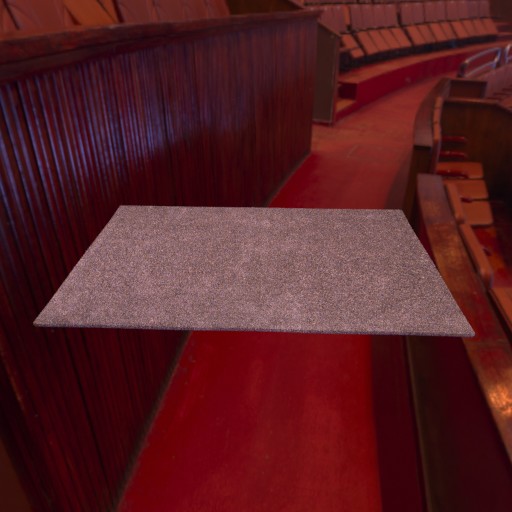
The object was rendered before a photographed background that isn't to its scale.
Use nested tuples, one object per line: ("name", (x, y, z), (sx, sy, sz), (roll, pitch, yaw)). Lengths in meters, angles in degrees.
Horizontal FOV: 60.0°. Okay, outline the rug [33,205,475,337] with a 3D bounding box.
("rug", (0.000, 0.000, 3.478), (2.699, 0.026, 1.802), (1, 30, 2))
